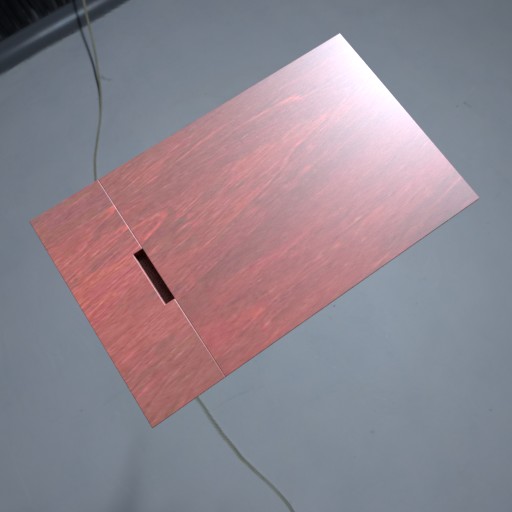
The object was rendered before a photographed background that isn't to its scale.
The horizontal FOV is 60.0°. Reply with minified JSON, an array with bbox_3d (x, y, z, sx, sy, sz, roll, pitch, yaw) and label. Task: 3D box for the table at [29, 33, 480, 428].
[{"bbox_3d":[0.000,0.000,0.969,0.584,0.612,0.356,-34,79,-7],"label":"table"}]
